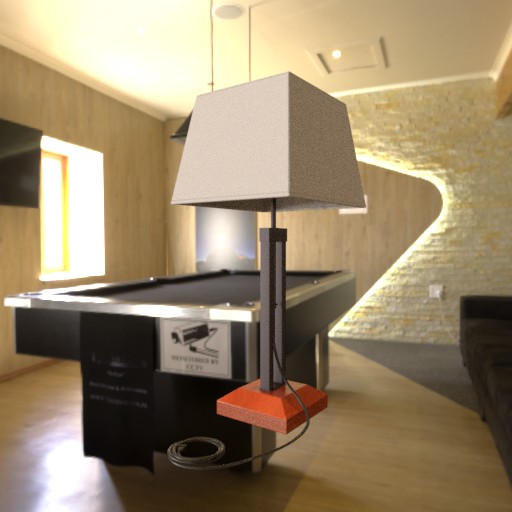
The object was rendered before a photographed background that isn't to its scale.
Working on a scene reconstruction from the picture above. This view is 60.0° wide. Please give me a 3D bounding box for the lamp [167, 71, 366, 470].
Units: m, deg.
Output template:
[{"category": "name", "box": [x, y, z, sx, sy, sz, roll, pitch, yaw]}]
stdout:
[{"category": "lamp", "box": [0.000, 0.000, 0.981, 0.310, 0.737, 0.498, 1, 3, 36]}]
